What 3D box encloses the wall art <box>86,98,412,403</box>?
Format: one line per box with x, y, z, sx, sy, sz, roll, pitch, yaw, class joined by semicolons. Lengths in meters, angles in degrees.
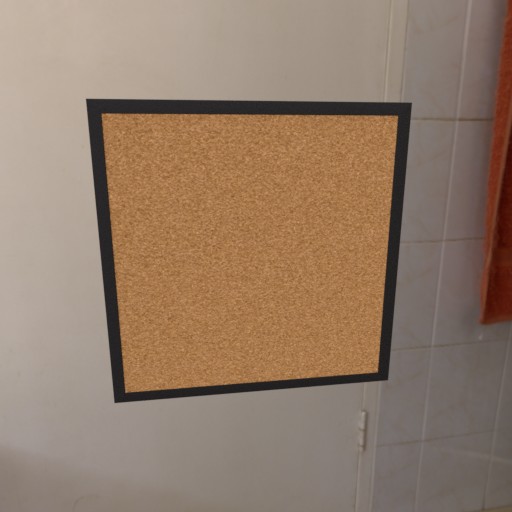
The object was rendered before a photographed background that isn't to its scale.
0.000;0.000;0.763;0.506;0.503;0.036;-2;15;-8;wall art
